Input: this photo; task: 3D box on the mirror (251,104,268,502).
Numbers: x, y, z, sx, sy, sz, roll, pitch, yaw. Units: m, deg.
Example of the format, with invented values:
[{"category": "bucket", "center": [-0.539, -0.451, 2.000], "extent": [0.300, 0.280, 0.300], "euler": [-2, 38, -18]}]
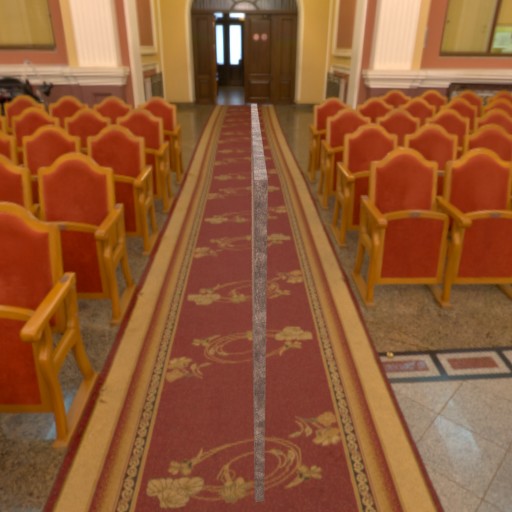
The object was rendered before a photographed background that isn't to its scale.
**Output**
[{"category": "mirror", "center": [0.000, 0.000, 1.401], "extent": [0.022, 0.795, 1.101], "euler": [0, 25, -1]}]
